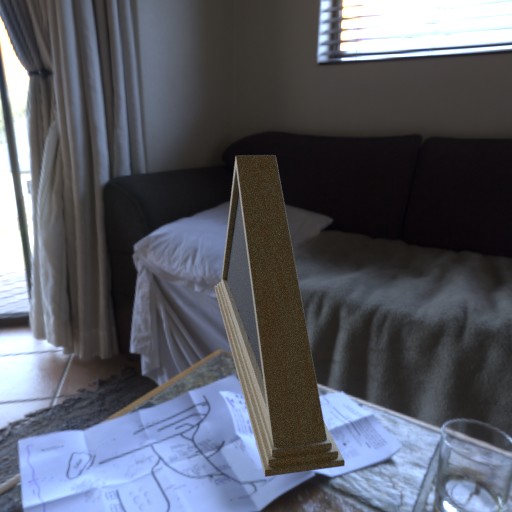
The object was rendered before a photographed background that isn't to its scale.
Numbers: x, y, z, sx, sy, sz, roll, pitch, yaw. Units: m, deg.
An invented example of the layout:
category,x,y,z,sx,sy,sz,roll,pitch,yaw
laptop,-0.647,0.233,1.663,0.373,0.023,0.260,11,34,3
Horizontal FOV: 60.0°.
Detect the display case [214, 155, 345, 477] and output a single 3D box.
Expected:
category,x,y,z,sx,sy,sz,roll,pitch,yaw
display case,0.000,0.000,0.768,0.095,0.340,0.640,-3,16,-10
